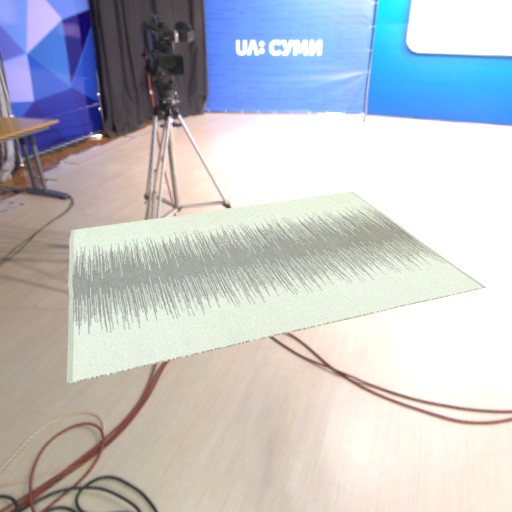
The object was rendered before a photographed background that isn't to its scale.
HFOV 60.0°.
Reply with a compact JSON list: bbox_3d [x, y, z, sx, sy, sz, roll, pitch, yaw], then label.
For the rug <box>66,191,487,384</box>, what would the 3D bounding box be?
[{"bbox_3d":[0.000,0.000,2.270,1.815,0.007,1.226,-10,32,-16],"label":"rug"}]
